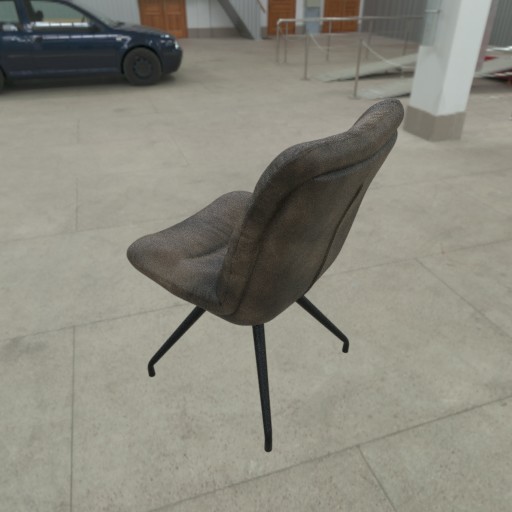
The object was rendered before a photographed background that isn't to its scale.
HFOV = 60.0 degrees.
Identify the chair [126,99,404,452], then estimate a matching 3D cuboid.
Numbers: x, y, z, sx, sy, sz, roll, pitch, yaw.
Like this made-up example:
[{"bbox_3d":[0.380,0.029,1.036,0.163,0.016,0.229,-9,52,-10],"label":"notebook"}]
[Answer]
[{"bbox_3d":[0.000,0.000,1.280,0.622,0.870,0.549,21,37,30],"label":"chair"}]
